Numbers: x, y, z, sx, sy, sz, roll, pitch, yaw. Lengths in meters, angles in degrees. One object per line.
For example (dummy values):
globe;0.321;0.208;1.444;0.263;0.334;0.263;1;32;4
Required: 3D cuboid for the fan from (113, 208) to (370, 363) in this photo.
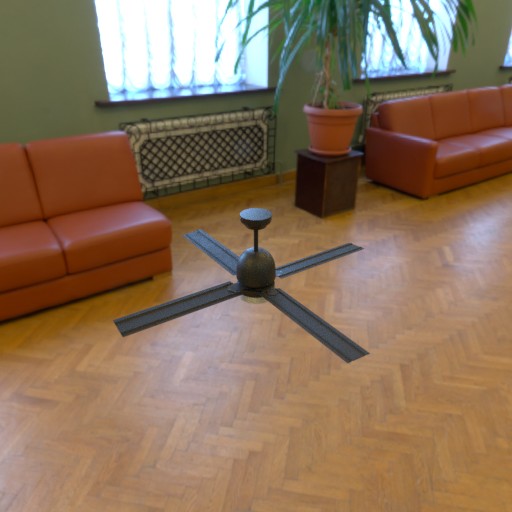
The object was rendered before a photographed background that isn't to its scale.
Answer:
fan;0.000;0.000;2.013;1.319;0.410;1.319;-18;33;-31
